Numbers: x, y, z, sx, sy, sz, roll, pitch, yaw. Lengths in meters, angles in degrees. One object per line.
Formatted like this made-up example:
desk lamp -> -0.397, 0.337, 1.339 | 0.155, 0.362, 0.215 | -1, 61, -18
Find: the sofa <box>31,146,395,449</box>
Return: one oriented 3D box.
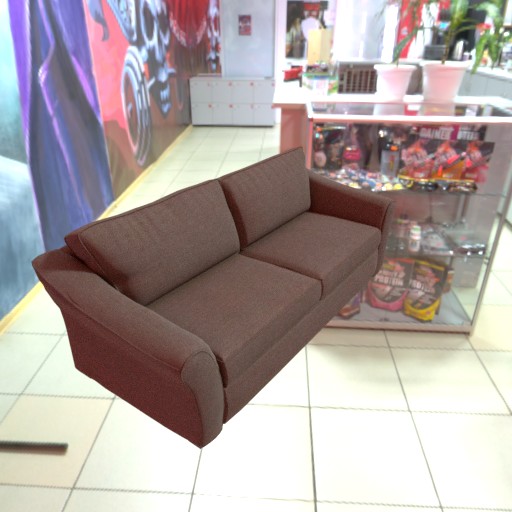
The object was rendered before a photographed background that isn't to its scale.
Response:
sofa -> 0.000, 0.000, 2.736 | 0.986, 0.906, 2.270 | 19, 33, 32
